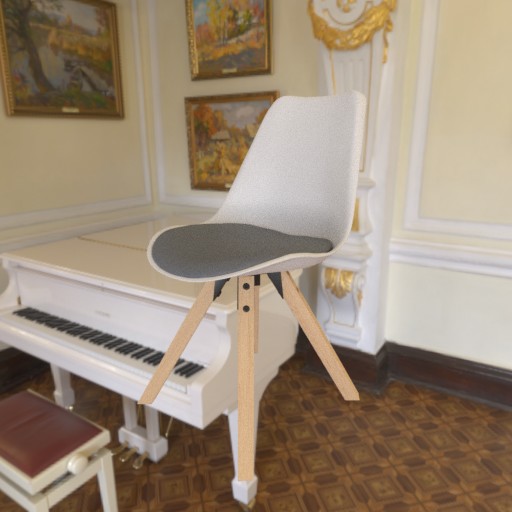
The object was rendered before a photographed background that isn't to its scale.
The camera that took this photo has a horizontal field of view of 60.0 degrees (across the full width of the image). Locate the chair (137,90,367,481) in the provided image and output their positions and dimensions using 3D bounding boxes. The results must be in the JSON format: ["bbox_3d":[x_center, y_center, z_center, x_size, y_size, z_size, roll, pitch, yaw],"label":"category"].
[{"bbox_3d":[0.000,0.000,1.180,0.485,0.850,0.550,14,21,43],"label":"chair"}]
